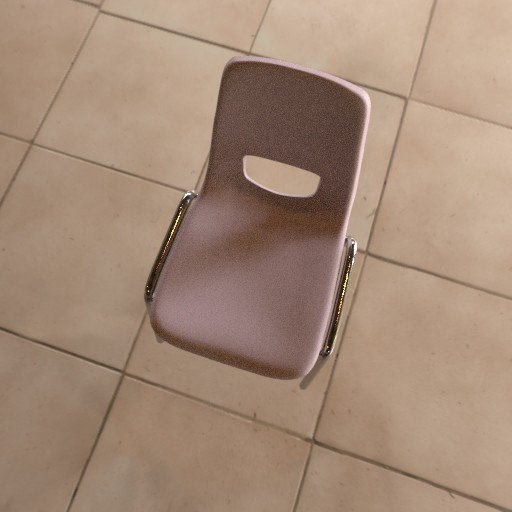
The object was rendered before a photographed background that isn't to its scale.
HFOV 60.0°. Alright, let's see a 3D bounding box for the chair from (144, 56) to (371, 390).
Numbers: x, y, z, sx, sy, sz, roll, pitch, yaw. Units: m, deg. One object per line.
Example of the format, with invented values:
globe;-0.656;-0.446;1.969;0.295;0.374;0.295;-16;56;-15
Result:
chair;0.000;0.000;0.776;0.354;0.536;0.385;17;76;4
